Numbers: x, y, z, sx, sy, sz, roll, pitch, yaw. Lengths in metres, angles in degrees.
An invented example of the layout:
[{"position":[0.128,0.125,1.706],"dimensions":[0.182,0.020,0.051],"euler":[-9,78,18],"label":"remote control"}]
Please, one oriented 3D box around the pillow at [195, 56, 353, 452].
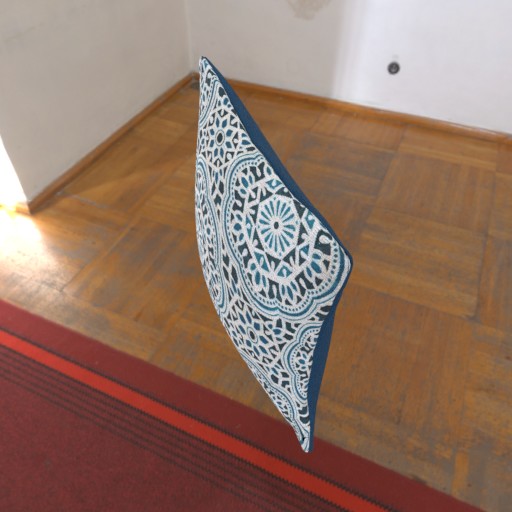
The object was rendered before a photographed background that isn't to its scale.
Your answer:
[{"position":[0.000,0.000,0.643],"dimensions":[0.145,0.420,0.440],"euler":[-15,49,-14],"label":"pillow"}]
